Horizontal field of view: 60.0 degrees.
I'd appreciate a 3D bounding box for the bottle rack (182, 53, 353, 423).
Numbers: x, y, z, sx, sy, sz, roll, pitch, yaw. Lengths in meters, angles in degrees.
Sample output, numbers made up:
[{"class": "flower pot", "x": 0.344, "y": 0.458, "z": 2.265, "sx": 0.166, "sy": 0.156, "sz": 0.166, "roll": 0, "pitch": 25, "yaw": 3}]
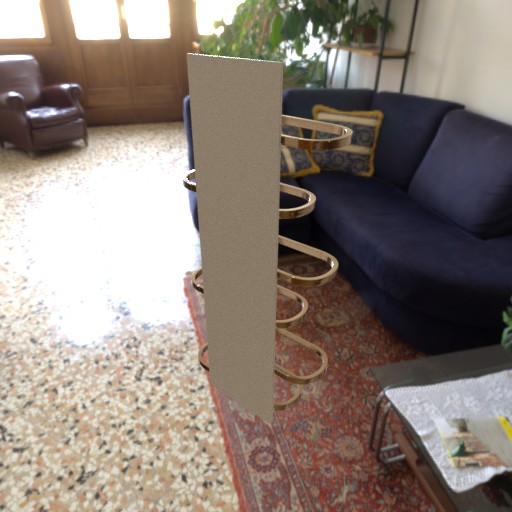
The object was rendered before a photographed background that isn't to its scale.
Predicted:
[{"class": "bottle rack", "x": 0.000, "y": 0.000, "z": 0.852, "sx": 0.332, "sy": 0.709, "sz": 0.118, "roll": 22, "pitch": 37, "yaw": 33}]
